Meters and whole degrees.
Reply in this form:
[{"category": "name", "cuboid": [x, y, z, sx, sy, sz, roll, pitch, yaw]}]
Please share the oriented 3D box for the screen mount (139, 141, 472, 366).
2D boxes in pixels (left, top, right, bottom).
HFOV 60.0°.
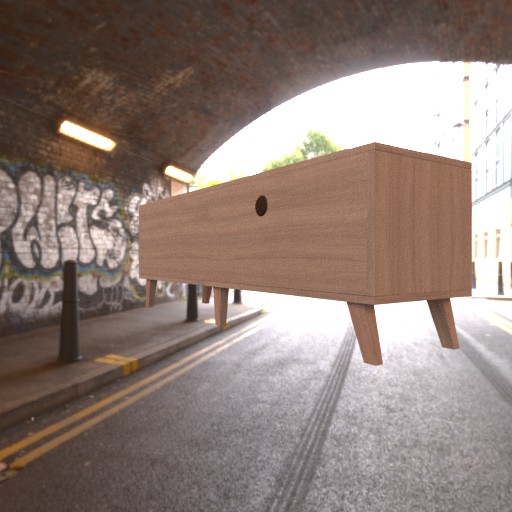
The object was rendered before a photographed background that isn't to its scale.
[{"category": "screen mount", "cuboid": [0.000, 0.000, 1.714, 0.401, 0.509, 1.500, 0, 0, -35]}]
